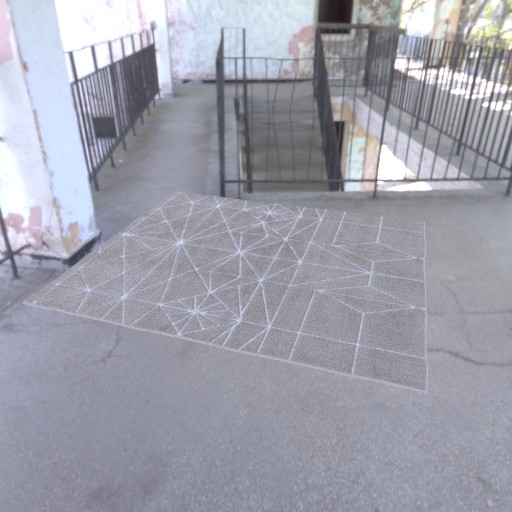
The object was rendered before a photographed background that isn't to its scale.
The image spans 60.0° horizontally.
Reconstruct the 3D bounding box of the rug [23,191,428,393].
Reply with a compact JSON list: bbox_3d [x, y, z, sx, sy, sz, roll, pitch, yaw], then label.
[{"bbox_3d":[0.000,0.000,0.876,0.639,0.006,0.548,9,30,16],"label":"rug"}]
